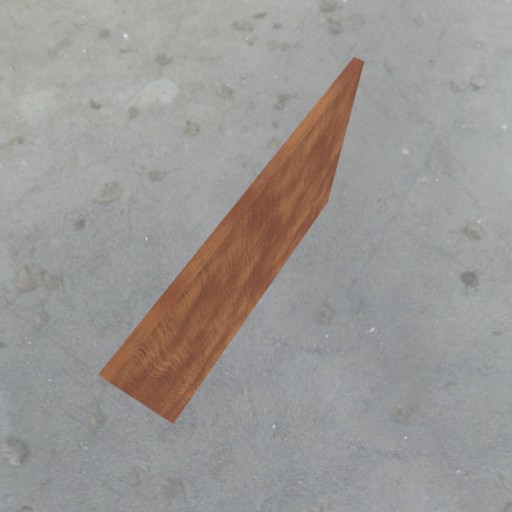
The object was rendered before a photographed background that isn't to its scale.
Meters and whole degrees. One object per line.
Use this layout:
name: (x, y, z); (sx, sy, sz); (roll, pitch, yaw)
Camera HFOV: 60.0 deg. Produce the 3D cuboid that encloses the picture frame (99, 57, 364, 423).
picture frame: (0.000, 0.000, 1.229); (0.029, 0.640, 0.950); (30, 67, 14)
